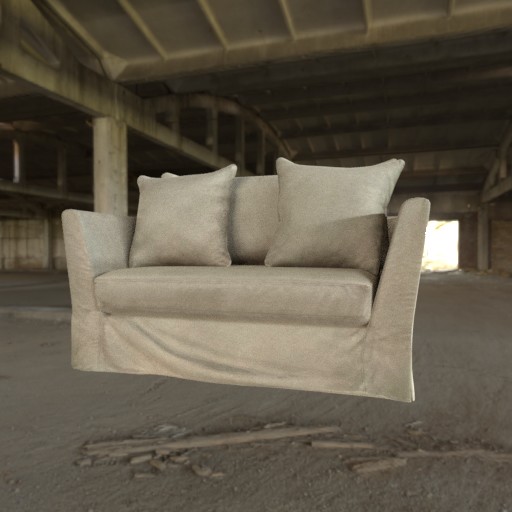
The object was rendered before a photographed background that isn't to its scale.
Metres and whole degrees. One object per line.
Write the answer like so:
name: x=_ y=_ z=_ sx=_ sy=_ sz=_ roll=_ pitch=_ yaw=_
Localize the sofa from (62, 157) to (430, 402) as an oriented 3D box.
sofa: x=0.000 y=0.000 z=2.284 sx=1.608 sy=1.040 sz=1.035 roll=0 pitch=1 yaw=17
